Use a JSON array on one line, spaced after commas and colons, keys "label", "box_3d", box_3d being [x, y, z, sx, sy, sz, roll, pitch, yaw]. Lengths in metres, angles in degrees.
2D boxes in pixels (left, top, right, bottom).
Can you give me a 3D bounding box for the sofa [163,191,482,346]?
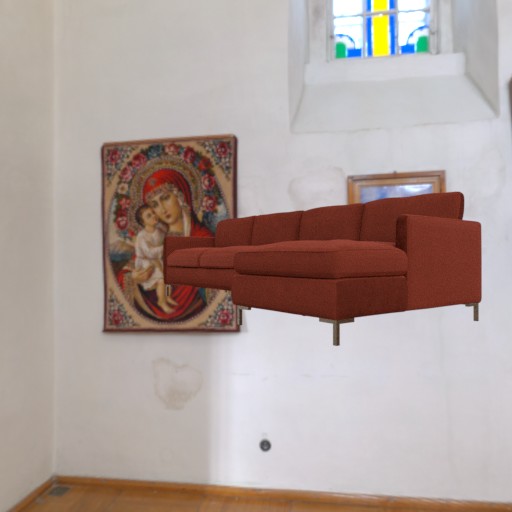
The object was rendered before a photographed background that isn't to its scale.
[{"label": "sofa", "box_3d": [0.000, 0.000, 3.475, 1.350, 0.810, 2.932, 0, 0, -37]}]
